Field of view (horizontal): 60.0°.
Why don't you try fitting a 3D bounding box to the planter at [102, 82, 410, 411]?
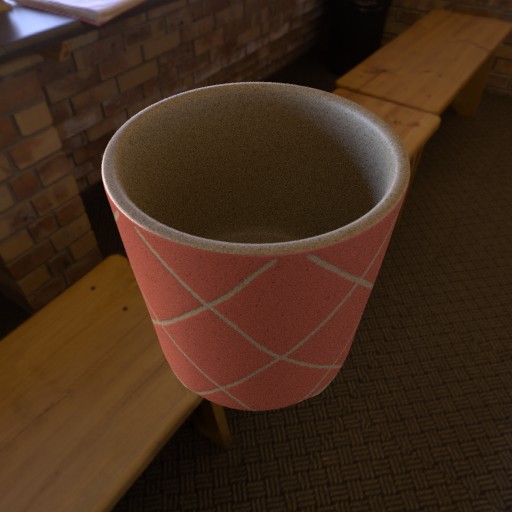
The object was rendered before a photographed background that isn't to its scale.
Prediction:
[{"bbox_3d":[0.000,0.000,0.418,0.227,0.235,0.227,0,46,0],"label":"planter"}]
